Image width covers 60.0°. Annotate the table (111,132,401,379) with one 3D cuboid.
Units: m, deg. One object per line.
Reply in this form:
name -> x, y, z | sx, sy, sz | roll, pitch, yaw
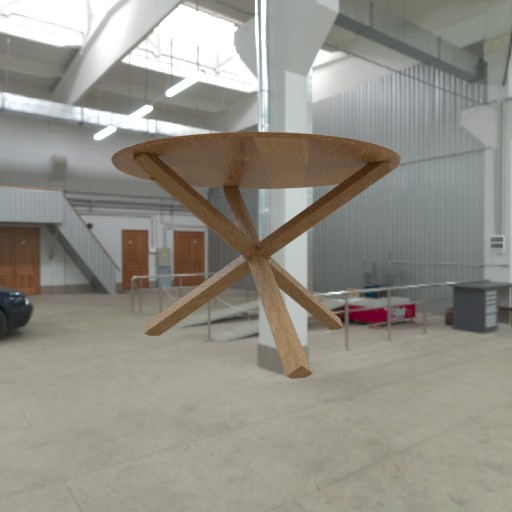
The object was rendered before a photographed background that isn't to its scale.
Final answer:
table -> 0.000, 0.000, 1.677 | 1.038, 0.666, 1.038 | 0, 1, 0
